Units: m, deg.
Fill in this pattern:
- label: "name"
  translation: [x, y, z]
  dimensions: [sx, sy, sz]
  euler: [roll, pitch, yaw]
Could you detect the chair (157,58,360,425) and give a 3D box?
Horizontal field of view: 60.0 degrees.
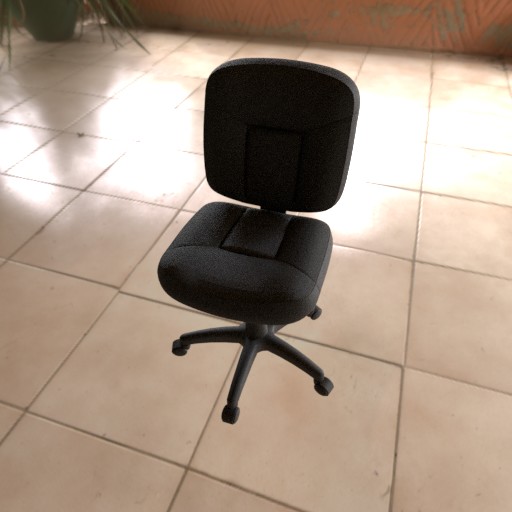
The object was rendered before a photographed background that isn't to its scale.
- label: "chair"
  translation: [0.000, 0.000, 1.340]
  dimensions: [0.610, 0.972, 0.610]
  euler: [12, 43, 13]
